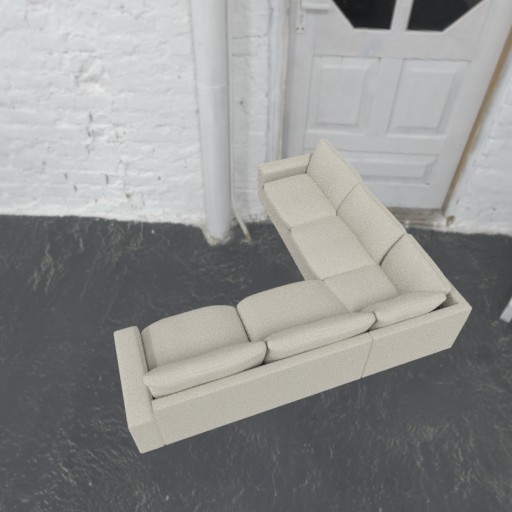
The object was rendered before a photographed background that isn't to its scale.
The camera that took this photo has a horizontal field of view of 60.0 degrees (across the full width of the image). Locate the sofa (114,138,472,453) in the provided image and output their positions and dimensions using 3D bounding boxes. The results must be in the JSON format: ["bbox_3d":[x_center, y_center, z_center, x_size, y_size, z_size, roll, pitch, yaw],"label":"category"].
[{"bbox_3d":[0.000,0.000,4.913,3.206,0.918,3.066,-14,47,-14],"label":"sofa"}]
